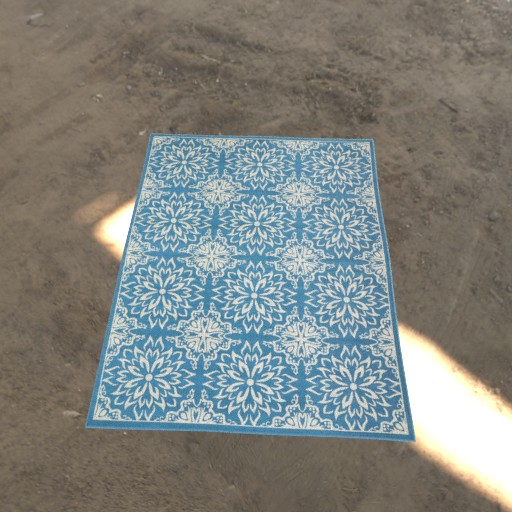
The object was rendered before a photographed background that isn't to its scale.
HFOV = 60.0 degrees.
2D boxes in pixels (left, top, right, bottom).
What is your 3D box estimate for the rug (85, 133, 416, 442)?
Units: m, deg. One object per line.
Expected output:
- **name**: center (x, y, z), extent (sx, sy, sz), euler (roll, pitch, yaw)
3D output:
- **rug**: center (0.000, 0.000, 3.895), extent (2.350, 0.018, 2.964), euler (2, 58, 1)
